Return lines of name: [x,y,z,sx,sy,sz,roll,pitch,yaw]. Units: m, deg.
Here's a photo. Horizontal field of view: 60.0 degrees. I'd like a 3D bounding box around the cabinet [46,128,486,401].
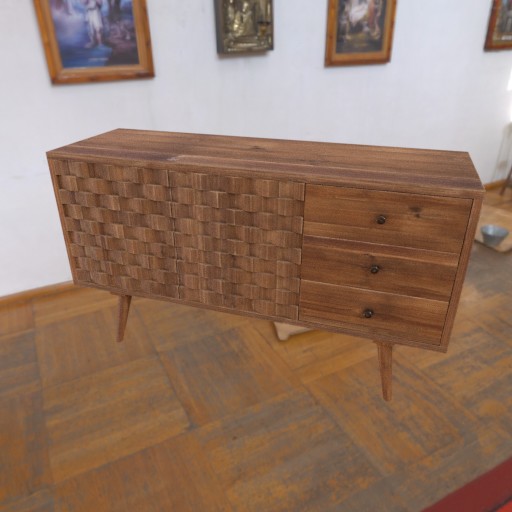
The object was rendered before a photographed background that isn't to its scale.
cabinet: [0.000,0.000,1.711,1.400,0.800,0.472,8,28,16]
